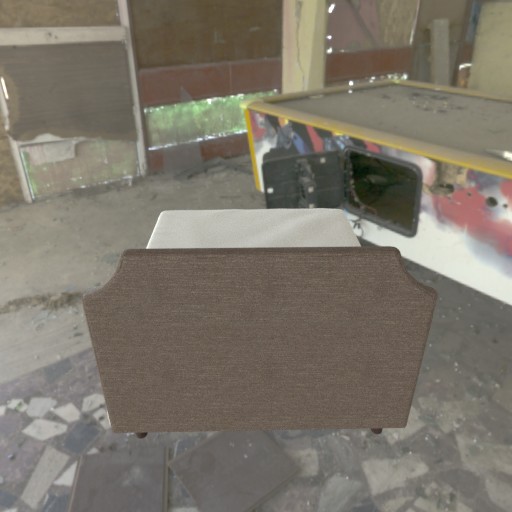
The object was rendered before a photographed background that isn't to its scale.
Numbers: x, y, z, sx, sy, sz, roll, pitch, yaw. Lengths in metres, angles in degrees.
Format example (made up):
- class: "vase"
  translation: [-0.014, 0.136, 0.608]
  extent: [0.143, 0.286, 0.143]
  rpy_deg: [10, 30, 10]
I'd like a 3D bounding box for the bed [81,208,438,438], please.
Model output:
- class: "bed"
  translation: [0.000, 0.000, 4.152]
  extent: [2.350, 1.590, 2.773]
  rpy_deg: [-1, 29, -1]
